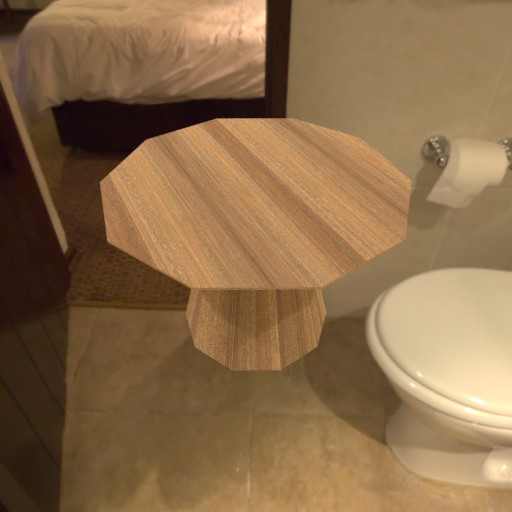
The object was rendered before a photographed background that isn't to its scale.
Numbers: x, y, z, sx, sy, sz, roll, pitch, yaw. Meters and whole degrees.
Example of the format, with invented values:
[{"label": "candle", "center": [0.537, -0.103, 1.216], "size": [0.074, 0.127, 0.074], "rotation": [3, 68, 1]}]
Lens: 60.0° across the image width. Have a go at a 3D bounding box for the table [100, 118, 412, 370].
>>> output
[{"label": "table", "center": [0.000, 0.000, 1.935], "size": [1.186, 0.752, 1.186], "rotation": [0, 41, 0]}]
